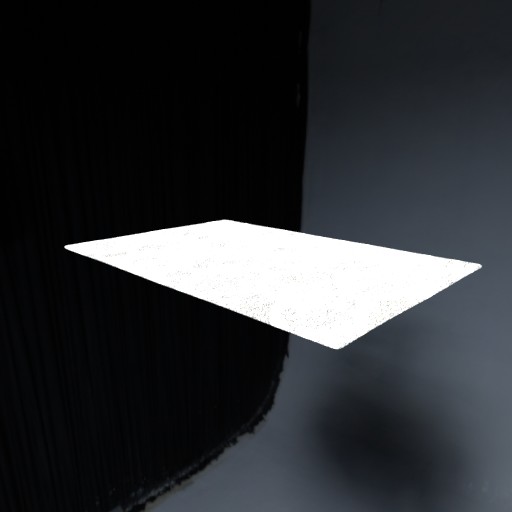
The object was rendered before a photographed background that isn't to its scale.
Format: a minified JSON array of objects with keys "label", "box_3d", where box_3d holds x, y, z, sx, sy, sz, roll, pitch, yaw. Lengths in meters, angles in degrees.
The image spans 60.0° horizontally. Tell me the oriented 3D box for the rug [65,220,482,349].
[{"label":"rug","box_3d":[0.000,0.000,3.397,2.701,0.026,1.801,13,20,42]}]
